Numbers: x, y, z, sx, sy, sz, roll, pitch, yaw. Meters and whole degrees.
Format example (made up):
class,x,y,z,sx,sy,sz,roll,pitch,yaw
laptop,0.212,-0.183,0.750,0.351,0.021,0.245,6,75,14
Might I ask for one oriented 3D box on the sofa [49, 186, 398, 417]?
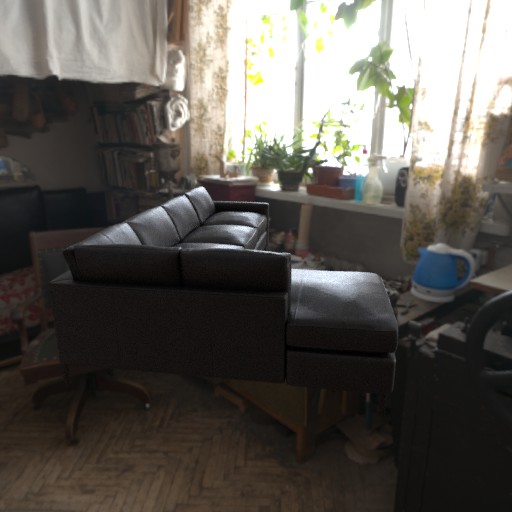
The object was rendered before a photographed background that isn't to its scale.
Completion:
class,x,y,z,sx,sy,sz,roll,pitch,yaw
sofa,0.000,0.000,3.783,1.938,0.877,2.984,3,17,9
